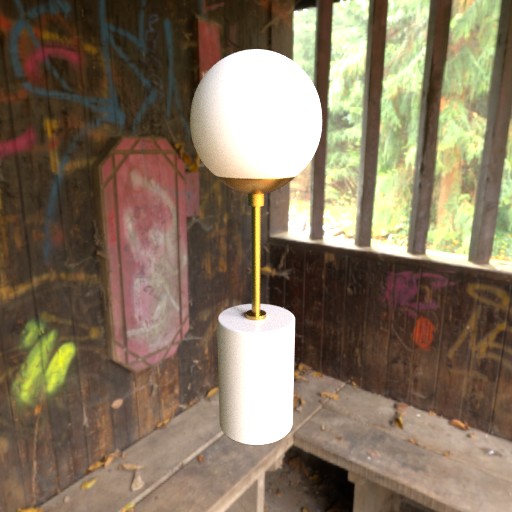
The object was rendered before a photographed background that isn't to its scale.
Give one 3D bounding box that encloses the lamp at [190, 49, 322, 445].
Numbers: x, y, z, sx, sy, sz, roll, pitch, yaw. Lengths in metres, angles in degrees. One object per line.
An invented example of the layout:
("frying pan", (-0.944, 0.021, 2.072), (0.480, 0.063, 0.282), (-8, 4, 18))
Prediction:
("lamp", (0.000, 0.000, 0.562), (0.153, 0.480, 0.153), (0, 14, 0))
